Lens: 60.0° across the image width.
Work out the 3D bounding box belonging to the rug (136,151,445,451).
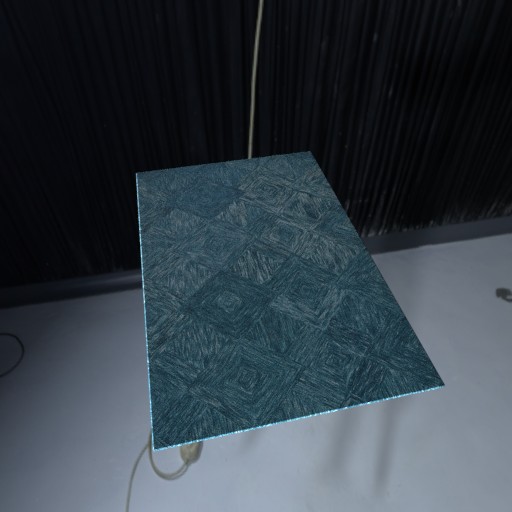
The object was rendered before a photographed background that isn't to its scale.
[{"bbox_3d":[0.000,0.000,2.951,1.490,0.015,2.277,-9,46,-9],"label":"rug"}]
